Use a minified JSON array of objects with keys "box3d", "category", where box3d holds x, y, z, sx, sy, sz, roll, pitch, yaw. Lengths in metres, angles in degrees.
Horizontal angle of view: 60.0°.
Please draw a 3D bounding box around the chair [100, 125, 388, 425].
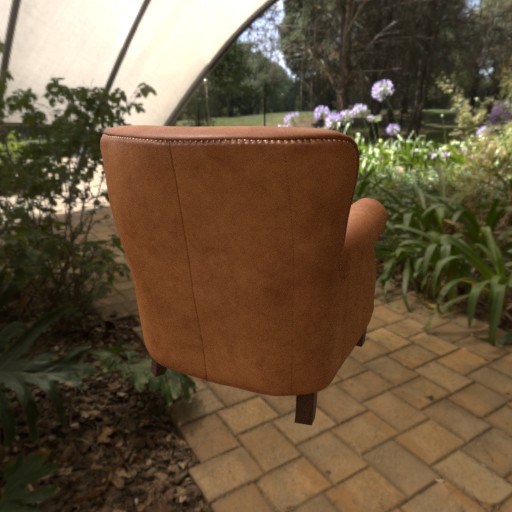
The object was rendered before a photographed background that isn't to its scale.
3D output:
[{"box3d":[0.000,0.000,1.645,0.861,0.936,0.921,9,19,28],"category":"chair"}]
